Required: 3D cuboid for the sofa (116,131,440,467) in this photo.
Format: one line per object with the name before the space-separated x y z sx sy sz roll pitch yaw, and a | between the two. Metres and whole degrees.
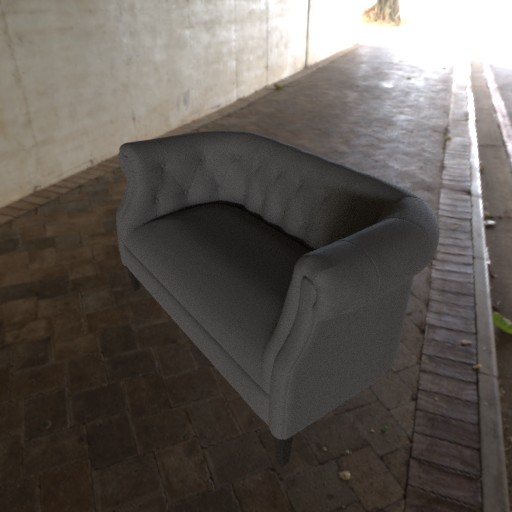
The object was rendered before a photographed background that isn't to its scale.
sofa | 0.000 0.000 2.037 0.835 0.827 1.558 -20 36 -30
